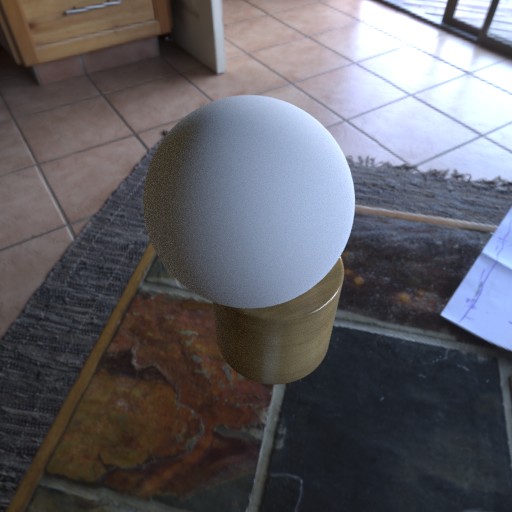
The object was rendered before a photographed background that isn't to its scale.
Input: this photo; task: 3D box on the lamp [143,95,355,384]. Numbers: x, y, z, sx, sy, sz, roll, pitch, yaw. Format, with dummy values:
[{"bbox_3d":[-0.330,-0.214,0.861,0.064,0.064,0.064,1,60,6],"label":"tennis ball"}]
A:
[{"bbox_3d":[0.000,0.000,0.346,0.152,0.250,0.141,-24,51,-20],"label":"lamp"}]
